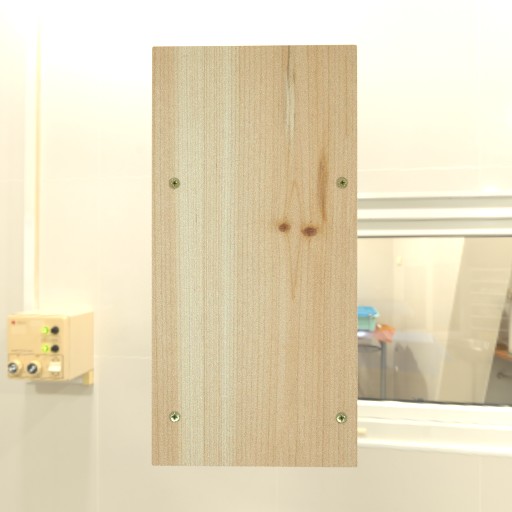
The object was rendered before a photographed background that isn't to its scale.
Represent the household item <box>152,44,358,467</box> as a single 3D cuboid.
[{"bbox_3d":[0.000,0.000,0.400,0.149,0.300,0.171,0,0,1],"label":"household item"}]
